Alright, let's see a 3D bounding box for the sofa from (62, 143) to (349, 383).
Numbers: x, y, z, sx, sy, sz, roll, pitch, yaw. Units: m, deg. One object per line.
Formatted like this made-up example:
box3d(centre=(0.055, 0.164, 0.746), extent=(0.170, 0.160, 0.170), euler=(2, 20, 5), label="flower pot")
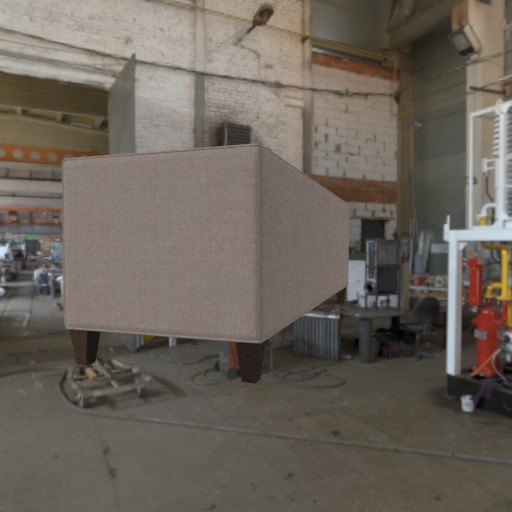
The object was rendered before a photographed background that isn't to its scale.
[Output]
box3d(centre=(0.000, 0.000, 2.520), extent=(0.775, 0.762, 2.159), euler=(0, 1, 19), label="sofa")
